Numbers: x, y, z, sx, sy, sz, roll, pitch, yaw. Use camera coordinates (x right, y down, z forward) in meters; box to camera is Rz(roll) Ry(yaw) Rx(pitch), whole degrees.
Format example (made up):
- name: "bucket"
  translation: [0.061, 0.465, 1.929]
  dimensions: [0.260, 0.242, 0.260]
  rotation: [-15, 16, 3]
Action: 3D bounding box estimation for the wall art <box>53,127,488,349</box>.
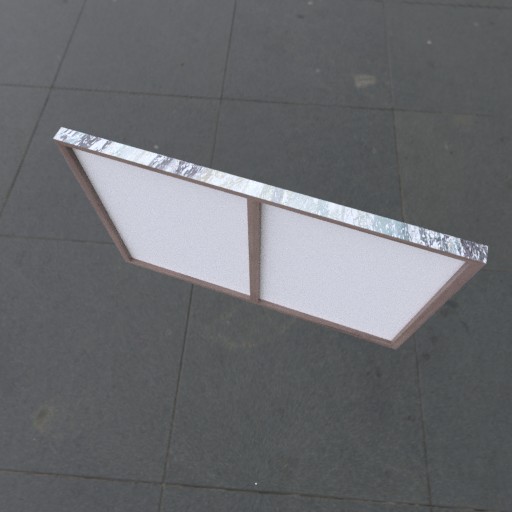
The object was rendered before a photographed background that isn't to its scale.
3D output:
- name: "wall art"
  translation: [0.000, 0.000, 1.167]
  dimensions: [0.919, 0.598, 0.038]
  rotation: [17, 64, 9]
